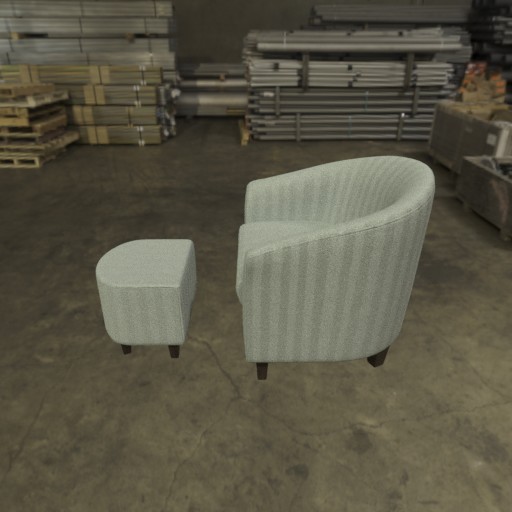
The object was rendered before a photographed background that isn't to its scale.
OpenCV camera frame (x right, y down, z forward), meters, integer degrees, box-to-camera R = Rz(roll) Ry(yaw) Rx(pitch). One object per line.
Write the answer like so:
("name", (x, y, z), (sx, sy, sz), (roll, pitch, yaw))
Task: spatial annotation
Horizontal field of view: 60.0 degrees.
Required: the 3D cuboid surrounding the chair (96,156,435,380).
("chair", (0.000, 0.000, 1.806), (1.288, 0.757, 0.756), (0, 27, -1))
